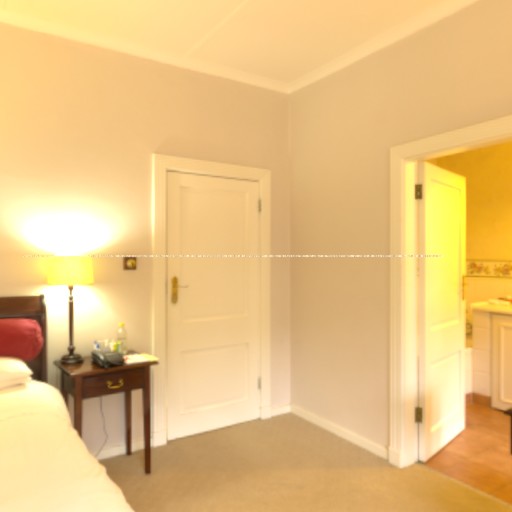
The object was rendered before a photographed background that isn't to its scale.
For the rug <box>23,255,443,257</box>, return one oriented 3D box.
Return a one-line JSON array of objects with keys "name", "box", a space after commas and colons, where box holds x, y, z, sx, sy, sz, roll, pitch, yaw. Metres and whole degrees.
[{"name": "rug", "box": [0.000, 0.000, 4.140, 3.037, 0.010, 2.453, 0, 0, 18]}]
